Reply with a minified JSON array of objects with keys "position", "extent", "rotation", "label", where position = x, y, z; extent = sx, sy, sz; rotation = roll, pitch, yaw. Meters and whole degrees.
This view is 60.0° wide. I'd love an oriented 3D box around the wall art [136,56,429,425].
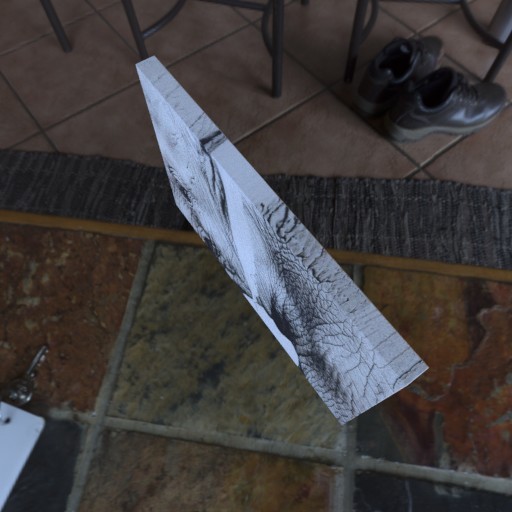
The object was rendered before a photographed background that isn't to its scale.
[{"position":[0.000,0.000,0.780],"extent":[0.035,0.407,0.613],"rotation":[-33,68,-15],"label":"wall art"}]
